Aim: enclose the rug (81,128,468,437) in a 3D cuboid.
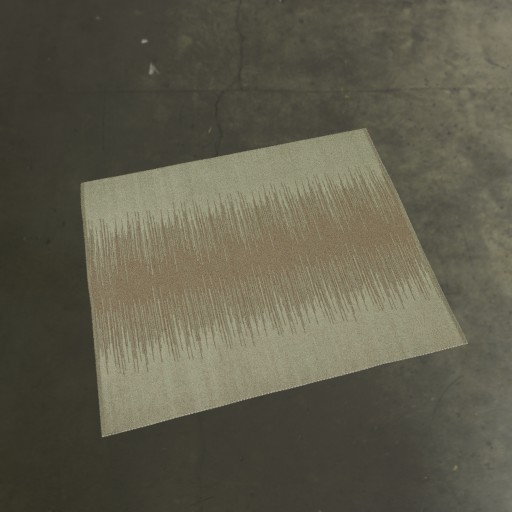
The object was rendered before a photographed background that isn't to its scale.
[{"bbox_3d":[0.000,0.000,4.069,3.048,0.013,2.438,-12,64,-6],"label":"rug"}]
